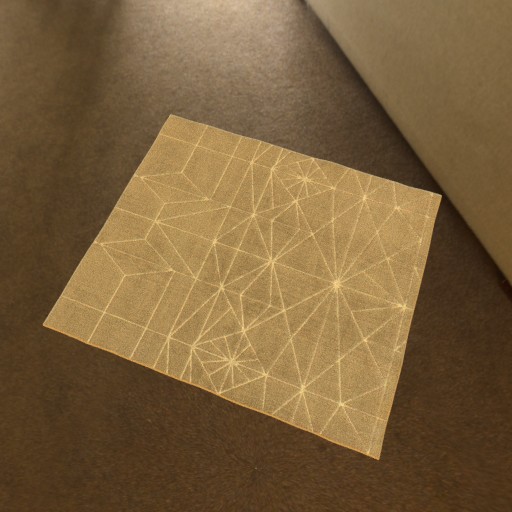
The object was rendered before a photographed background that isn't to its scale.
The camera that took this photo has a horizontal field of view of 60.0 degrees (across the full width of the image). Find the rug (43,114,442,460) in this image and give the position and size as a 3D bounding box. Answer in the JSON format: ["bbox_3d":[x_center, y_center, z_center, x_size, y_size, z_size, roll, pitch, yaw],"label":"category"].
[{"bbox_3d":[0.000,0.000,0.881,0.639,0.006,0.548,19,66,9],"label":"rug"}]
